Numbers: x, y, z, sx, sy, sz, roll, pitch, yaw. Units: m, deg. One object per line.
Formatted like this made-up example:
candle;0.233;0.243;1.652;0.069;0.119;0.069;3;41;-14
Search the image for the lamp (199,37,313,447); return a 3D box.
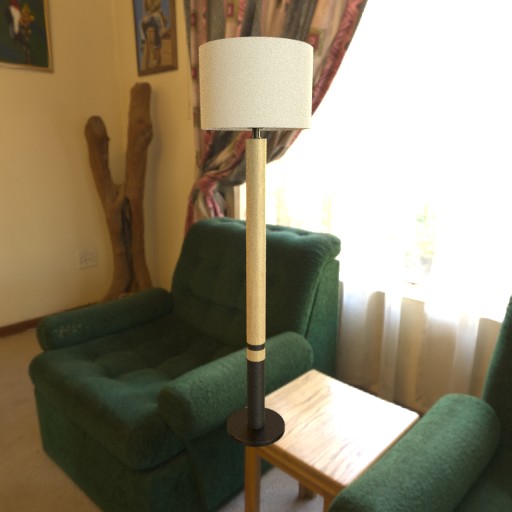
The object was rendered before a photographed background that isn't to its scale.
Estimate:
lamp;0.000;0.000;1.665;0.381;1.478;0.381;8;16;27
